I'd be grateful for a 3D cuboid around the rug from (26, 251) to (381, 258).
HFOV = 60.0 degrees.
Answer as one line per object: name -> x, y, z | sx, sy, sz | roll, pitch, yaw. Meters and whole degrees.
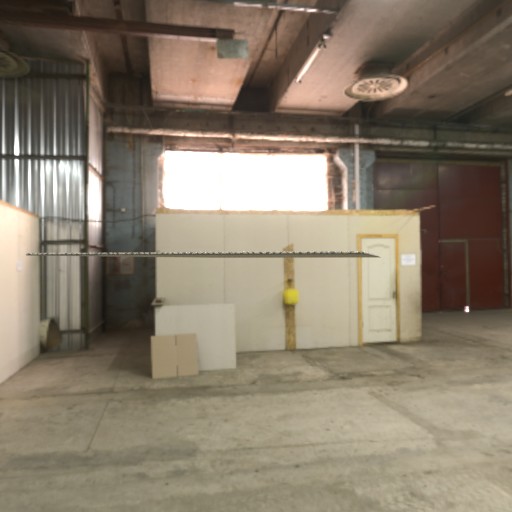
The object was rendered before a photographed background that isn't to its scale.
rug -> 0.000, 0.000, 2.184 | 1.144, 0.008, 1.752 | 0, -1, 17
